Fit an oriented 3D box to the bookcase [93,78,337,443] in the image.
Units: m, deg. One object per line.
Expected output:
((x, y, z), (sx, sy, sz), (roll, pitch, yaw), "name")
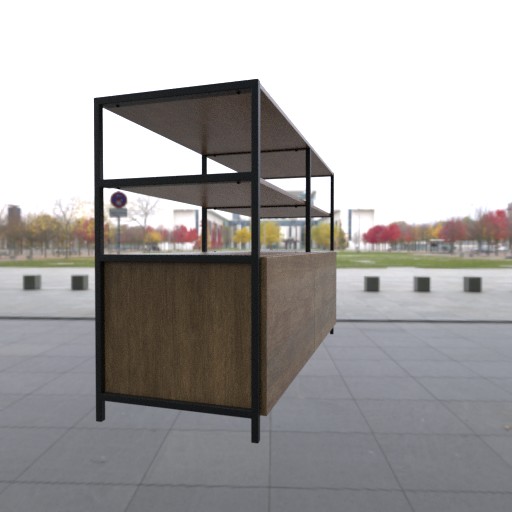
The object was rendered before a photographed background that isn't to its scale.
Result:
((0.000, 0.000, 1.464), (0.391, 0.712, 1.149), (0, 1, 17), "bookcase")
